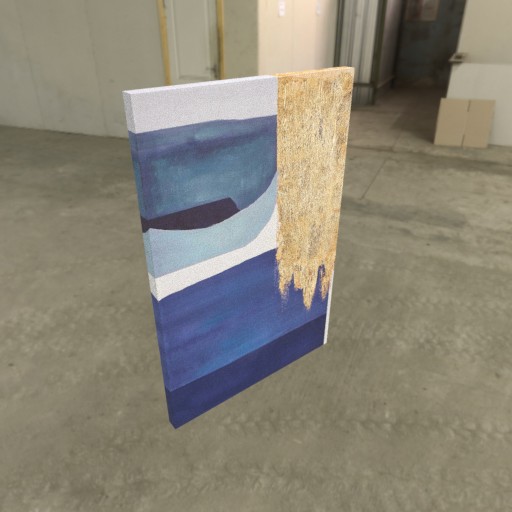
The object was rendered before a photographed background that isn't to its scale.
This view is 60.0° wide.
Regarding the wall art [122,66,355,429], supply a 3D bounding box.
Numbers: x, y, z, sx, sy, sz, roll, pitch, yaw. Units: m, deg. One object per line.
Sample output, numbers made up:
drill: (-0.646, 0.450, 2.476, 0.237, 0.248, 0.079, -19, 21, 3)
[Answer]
wall art: (0.000, 0.000, 1.210, 0.607, 0.911, 0.039, -21, 36, -32)
